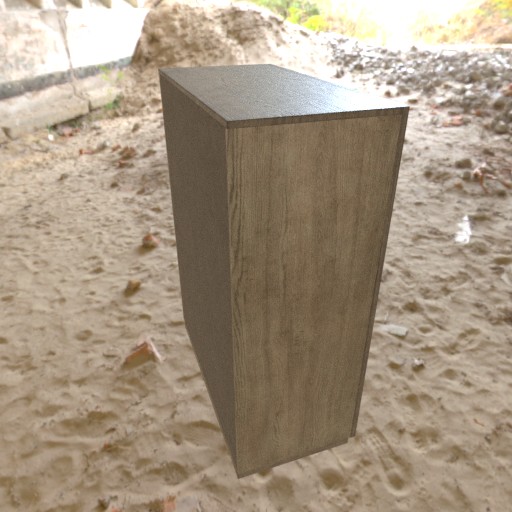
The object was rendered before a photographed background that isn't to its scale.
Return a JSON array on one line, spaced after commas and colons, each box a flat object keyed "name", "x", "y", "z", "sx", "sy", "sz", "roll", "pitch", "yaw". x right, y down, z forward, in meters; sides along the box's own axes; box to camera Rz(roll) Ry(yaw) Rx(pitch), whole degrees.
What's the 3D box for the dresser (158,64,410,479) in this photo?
[{"name": "dresser", "x": 0.000, "y": 0.000, "z": 1.764, "sx": 0.483, "sy": 1.295, "sz": 0.967, "roll": -10, "pitch": 31, "yaw": -17}]
